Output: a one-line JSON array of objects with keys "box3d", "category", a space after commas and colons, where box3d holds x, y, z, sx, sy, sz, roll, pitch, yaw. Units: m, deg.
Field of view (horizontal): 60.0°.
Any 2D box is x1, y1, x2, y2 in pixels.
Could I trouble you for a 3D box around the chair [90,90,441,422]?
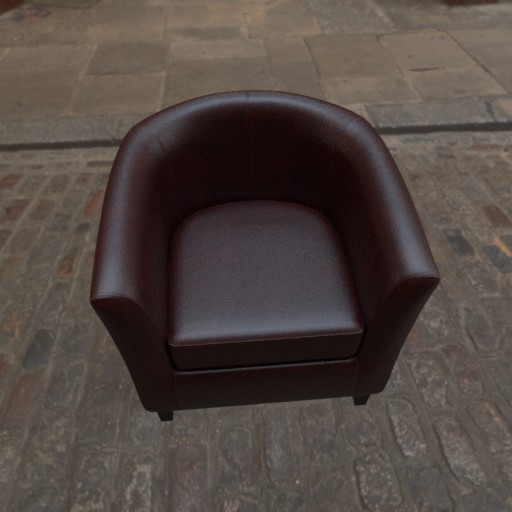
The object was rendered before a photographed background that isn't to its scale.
[{"box3d": [0.000, 0.000, 1.377, 0.792, 0.756, 0.727, -3, 45, -3], "category": "chair"}]
